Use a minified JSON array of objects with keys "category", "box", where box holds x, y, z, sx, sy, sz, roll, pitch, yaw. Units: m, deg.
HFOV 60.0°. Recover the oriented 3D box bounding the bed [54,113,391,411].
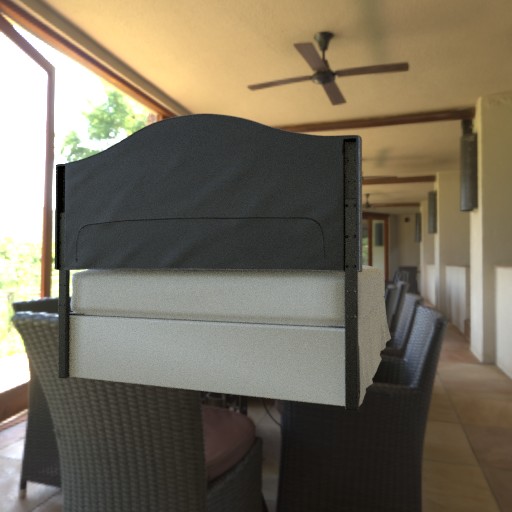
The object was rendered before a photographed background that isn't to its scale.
[{"category":"bed","box":[0.000,0.000,2.928,1.610,1.295,1.870,0,-1,20]}]
